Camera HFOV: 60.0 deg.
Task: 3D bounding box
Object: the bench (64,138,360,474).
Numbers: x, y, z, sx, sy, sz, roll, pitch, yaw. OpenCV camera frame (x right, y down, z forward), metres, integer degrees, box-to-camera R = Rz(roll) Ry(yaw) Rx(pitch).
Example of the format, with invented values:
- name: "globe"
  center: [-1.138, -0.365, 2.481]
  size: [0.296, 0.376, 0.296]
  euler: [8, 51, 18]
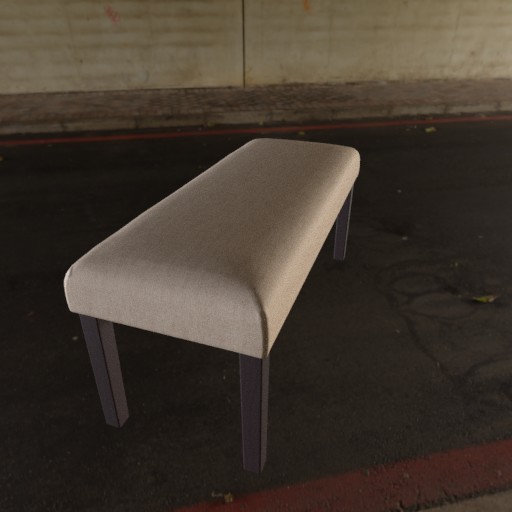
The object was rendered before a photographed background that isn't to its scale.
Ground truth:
- name: "bench"
  center: [0.000, 0.000, 1.260]
  size: [0.407, 0.456, 1.013]
  euler: [10, 30, 17]
